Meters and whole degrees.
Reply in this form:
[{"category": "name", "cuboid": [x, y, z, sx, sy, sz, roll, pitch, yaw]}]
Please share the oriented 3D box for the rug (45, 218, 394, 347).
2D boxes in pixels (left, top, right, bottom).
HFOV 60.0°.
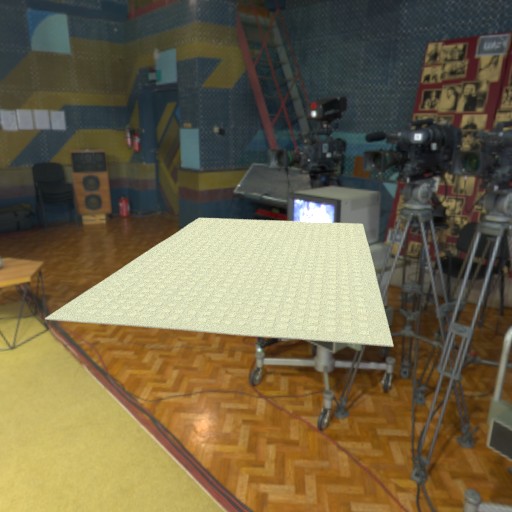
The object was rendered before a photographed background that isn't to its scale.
[{"category": "rug", "cuboid": [0.000, 0.000, 2.233, 1.143, 0.006, 1.747, 3, 17, 10]}]
